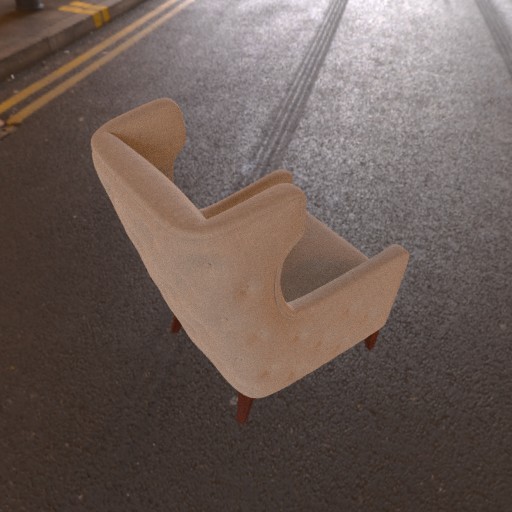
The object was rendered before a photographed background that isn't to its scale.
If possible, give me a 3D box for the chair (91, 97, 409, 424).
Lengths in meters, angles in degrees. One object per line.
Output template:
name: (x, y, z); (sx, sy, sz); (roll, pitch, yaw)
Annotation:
chair: (0.000, 0.000, 1.695); (0.899, 1.079, 0.778); (-26, 49, -26)
